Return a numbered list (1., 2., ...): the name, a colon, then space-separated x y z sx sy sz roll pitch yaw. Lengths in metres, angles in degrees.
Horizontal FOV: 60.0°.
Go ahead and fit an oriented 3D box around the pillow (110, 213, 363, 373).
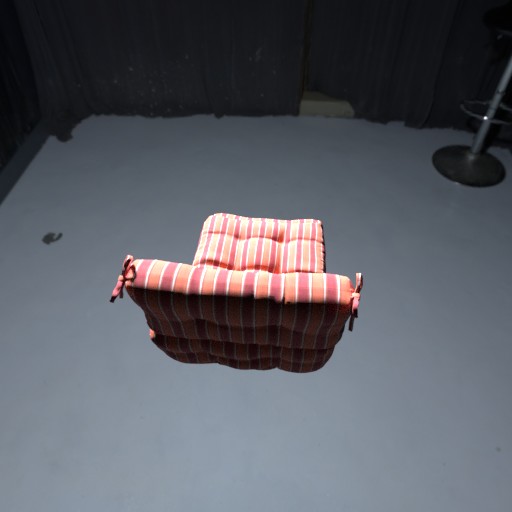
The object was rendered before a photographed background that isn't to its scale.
1. pillow: 0.000 0.000 1.496 0.526 0.863 1.016 4 47 4
